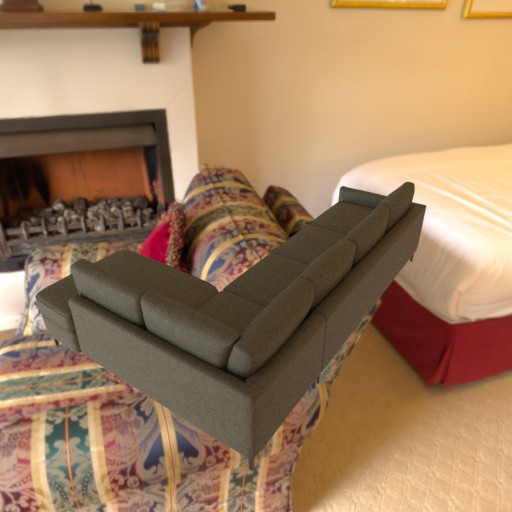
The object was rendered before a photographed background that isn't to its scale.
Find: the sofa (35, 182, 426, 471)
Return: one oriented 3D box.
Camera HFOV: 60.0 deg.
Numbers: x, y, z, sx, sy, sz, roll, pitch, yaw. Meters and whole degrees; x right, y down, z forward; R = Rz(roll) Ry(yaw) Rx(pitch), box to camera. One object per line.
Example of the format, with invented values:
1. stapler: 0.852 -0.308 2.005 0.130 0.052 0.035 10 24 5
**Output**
1. sofa: 0.000 0.000 3.830 1.984 0.858 2.972 20 36 29
